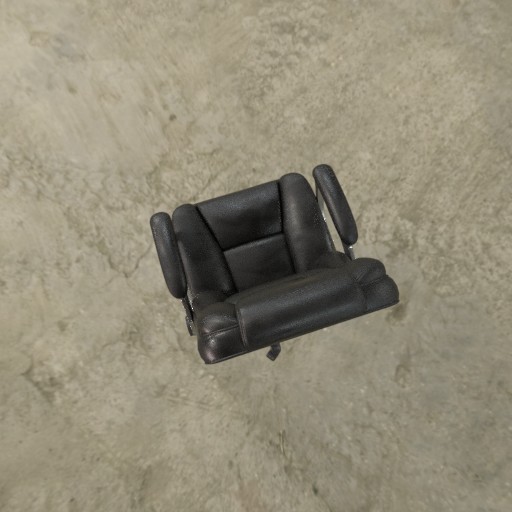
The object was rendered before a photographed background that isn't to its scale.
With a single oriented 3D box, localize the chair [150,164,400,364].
[{"bbox_3d":[0.000,0.000,1.524,0.697,1.075,0.689,-17,76,-5],"label":"chair"}]
